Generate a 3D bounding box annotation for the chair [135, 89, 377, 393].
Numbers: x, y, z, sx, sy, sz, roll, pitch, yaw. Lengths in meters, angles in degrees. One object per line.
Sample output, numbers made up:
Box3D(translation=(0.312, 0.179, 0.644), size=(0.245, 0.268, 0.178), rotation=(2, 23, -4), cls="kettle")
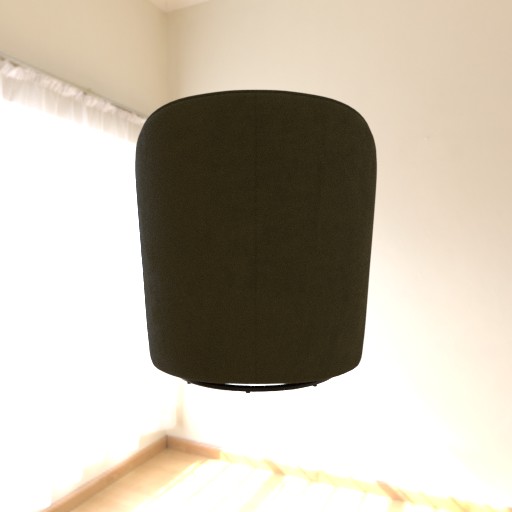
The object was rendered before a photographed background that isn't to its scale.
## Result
Box3D(translation=(0.000, 0.000, 1.477), size=(0.747, 0.799, 0.875), rotation=(0, 0, 0), cls="chair")
